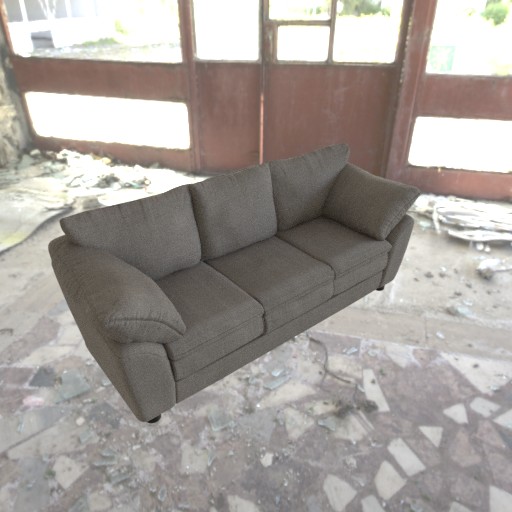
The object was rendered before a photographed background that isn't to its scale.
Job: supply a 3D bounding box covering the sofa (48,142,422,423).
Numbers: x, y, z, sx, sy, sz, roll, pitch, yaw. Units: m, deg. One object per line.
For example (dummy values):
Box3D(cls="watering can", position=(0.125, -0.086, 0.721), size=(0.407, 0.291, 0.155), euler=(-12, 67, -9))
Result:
Box3D(cls="sofa", position=(0.000, 0.000, 2.861), size=(2.334, 0.996, 0.878), euler=(-22, 37, -33))
